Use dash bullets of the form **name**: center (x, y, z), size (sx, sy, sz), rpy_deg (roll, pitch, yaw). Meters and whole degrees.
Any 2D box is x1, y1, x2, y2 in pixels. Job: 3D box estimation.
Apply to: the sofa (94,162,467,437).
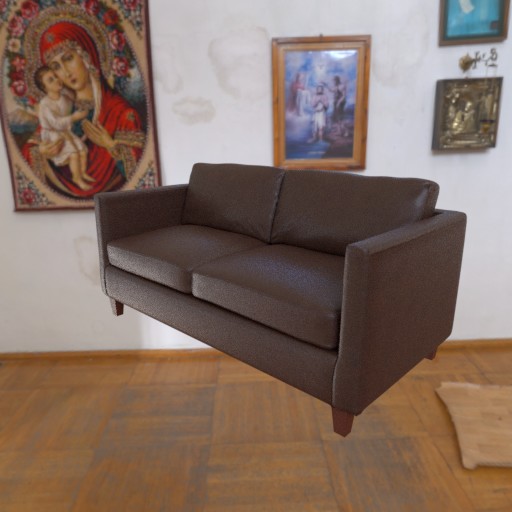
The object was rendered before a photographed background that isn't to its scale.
- **sofa**: center (0.000, 0.000, 2.439), size (1.883, 0.933, 0.951), rpy_deg (14, 21, 41)
